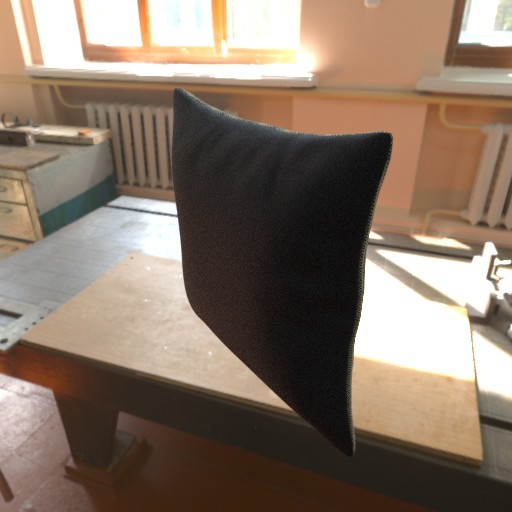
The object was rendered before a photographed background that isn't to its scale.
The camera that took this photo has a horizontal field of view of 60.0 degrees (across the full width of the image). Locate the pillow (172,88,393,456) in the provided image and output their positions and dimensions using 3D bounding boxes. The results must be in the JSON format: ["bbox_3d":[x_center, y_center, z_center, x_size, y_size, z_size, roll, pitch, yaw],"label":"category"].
[{"bbox_3d":[0.000,0.000,0.774,0.166,0.508,0.520,-18,32,-31],"label":"pillow"}]
